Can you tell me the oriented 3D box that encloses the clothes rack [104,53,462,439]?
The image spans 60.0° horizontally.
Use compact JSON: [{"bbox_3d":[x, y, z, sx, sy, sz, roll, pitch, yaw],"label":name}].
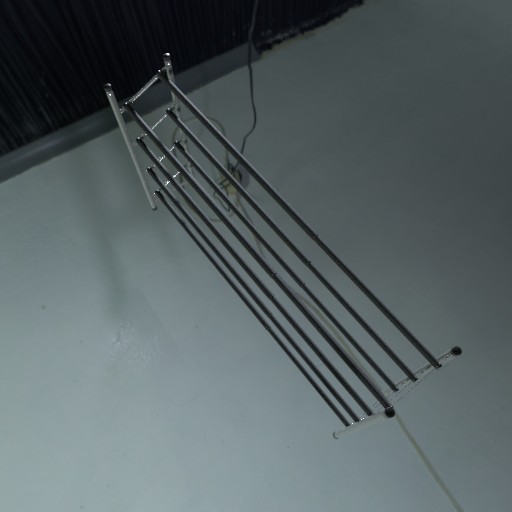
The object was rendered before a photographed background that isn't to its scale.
[{"bbox_3d":[0.000,0.000,1.424,0.229,0.672,1.168,-35,69,-16],"label":"clothes rack"}]
